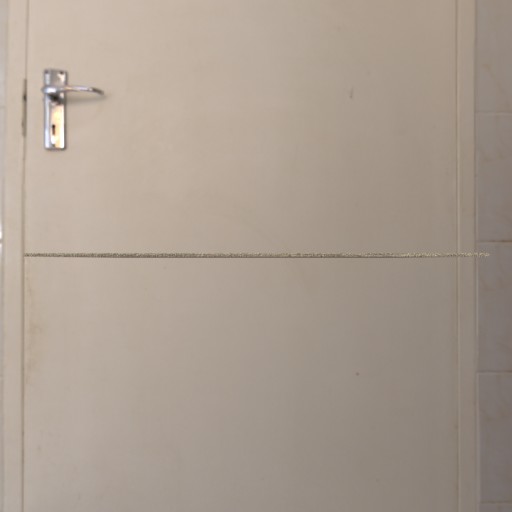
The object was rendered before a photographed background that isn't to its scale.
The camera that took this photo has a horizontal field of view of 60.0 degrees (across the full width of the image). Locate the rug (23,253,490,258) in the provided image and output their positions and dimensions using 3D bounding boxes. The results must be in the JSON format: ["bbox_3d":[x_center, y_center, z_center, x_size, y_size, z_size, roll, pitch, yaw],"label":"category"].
[{"bbox_3d":[0.000,0.000,2.934,2.297,0.018,1.532,0,0,1],"label":"rug"}]
